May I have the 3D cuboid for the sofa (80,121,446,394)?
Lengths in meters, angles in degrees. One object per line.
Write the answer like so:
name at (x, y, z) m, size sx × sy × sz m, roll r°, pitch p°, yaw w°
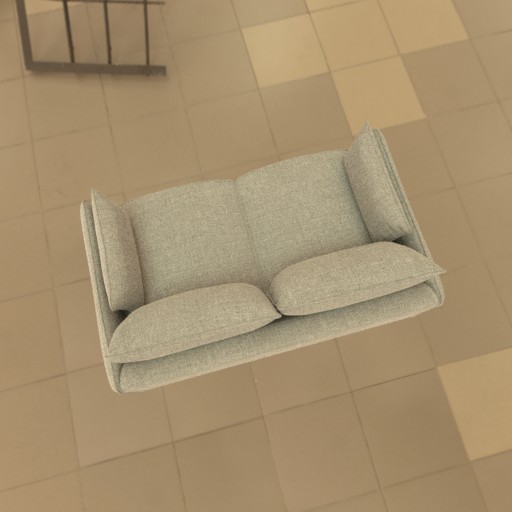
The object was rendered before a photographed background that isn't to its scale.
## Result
sofa at (0.000, 0.000, 2.219) m, size 1.580 × 0.851 × 0.972 m, roll -15°, pitch 75°, yaw -4°
